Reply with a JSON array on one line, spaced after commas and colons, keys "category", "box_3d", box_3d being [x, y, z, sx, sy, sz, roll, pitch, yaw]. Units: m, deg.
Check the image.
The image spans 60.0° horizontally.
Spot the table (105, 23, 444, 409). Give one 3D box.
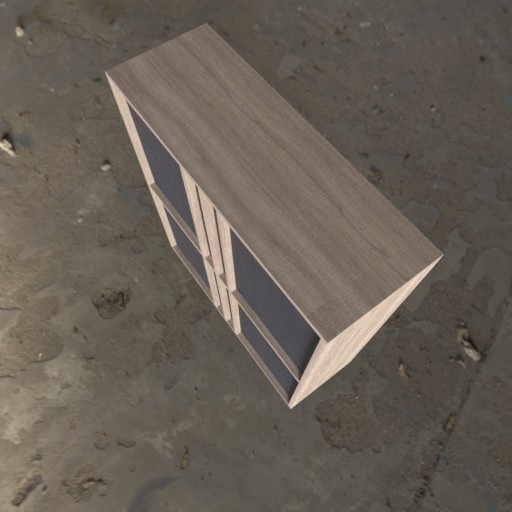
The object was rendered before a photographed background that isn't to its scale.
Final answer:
[{"category": "table", "box_3d": [0.000, 0.000, 1.917, 0.398, 1.388, 1.111, -34, 69, -15]}]
